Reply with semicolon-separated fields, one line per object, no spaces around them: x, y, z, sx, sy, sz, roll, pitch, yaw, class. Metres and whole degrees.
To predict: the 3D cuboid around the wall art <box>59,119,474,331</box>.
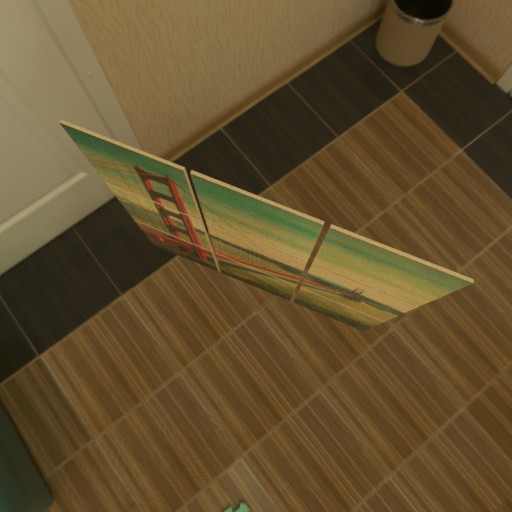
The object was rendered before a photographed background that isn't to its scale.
0.000;0.000;2.230;1.519;1.507;0.014;22;76;6;wall art
